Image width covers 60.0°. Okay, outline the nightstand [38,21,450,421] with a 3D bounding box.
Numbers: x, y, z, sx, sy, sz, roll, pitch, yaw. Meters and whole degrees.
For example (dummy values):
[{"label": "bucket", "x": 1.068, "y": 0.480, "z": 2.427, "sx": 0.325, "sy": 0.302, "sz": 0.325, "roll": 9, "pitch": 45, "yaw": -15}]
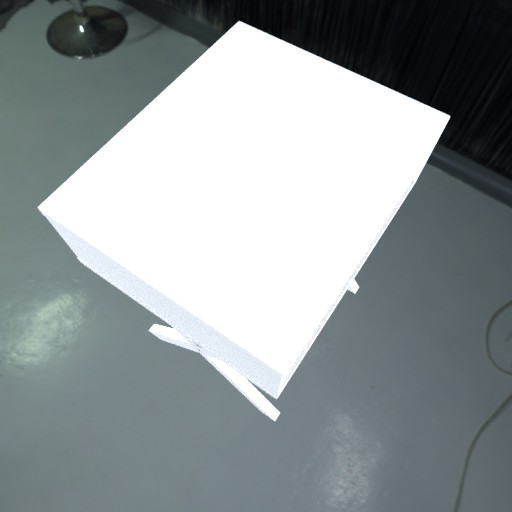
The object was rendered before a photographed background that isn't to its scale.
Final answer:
[{"label": "nightstand", "x": 0.000, "y": 0.000, "z": 0.924, "sx": 0.402, "sy": 0.623, "sz": 0.479, "roll": 31, "pitch": 67, "yaw": 15}]
